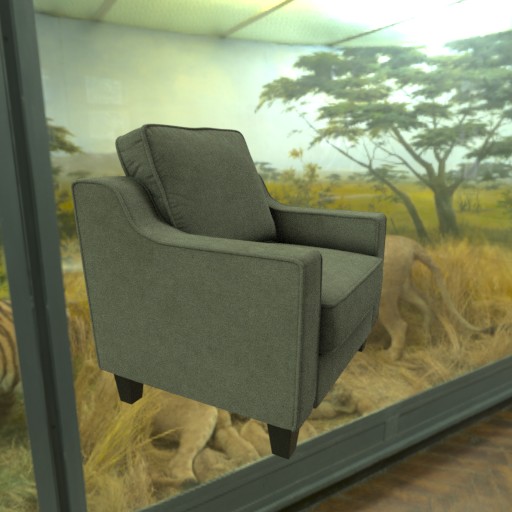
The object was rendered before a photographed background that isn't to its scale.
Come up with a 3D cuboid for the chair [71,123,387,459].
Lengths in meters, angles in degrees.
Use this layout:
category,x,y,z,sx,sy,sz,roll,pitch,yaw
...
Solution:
category,x,y,z,sx,sy,sz,roll,pitch,yaw
chair,0.000,0.000,1.663,0.840,0.944,0.926,7,15,27
